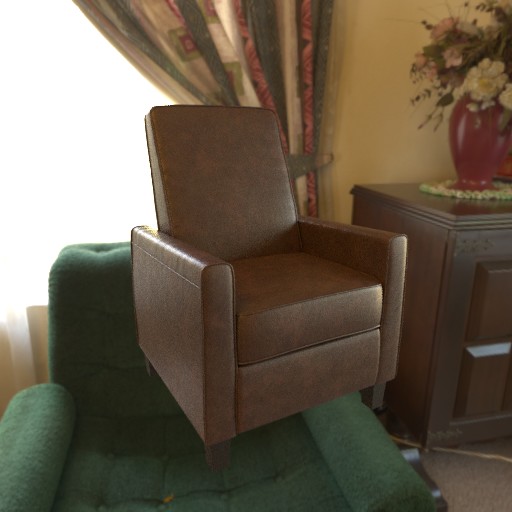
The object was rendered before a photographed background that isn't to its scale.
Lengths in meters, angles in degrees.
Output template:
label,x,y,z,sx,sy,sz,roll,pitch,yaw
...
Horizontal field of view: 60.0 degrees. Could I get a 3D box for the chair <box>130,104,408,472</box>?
label,x,y,z,sx,sy,sz,roll,pitch,yaw
chair,0.000,0.000,1.527,0.705,1.013,0.746,-9,18,-28
